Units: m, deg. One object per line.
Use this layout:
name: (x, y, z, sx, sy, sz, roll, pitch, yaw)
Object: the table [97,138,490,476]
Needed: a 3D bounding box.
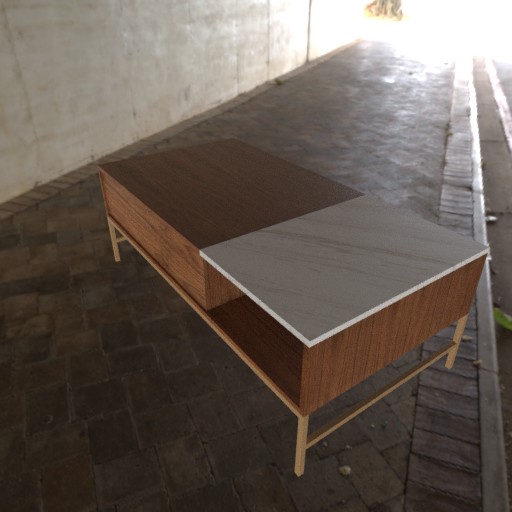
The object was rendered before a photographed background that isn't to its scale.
table: (0.000, 0.000, 1.952, 0.789, 0.551, 1.553, -20, 36, -30)
